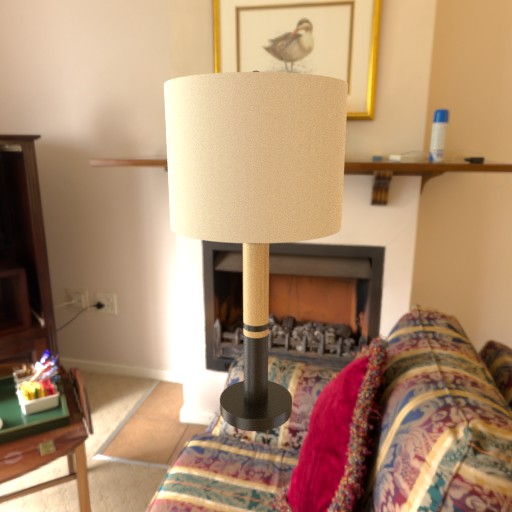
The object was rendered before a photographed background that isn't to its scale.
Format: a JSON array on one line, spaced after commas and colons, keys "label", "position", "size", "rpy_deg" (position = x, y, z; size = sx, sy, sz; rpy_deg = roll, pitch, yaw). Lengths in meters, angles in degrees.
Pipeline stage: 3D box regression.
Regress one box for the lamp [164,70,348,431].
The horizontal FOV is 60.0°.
[{"label": "lamp", "position": [0.000, 0.000, 0.820], "size": [0.305, 0.640, 0.305], "rpy_deg": [-7, 16, -26]}]
